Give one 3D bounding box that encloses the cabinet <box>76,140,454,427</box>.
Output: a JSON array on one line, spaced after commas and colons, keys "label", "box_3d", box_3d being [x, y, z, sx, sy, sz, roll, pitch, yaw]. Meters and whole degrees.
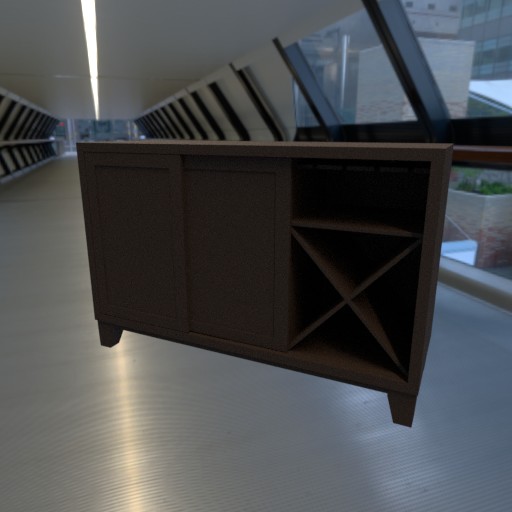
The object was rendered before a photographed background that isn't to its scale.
[{"label": "cabinet", "box_3d": [0.000, 0.000, 1.850, 1.396, 0.914, 0.482, 7, 17, 24]}]
